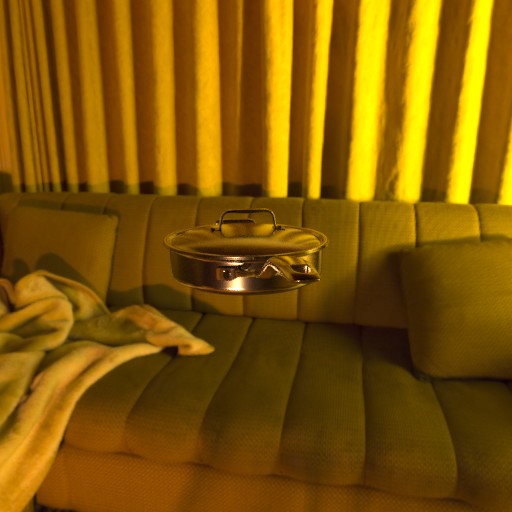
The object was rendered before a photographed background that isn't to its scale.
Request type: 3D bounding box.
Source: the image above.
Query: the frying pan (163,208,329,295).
[{"bbox_3d":[0.000,0.000,0.660,0.280,0.114,0.561,-2,14,-9],"label":"frying pan"}]
